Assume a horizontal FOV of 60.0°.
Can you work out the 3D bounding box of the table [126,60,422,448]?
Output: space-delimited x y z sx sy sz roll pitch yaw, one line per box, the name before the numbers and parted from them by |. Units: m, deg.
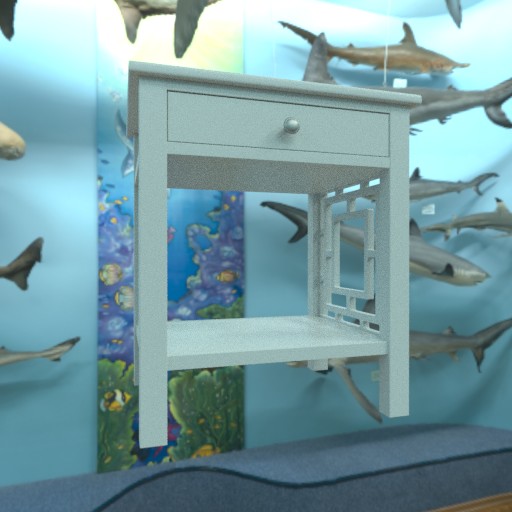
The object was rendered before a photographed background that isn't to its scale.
table | 0.000 0.000 1.012 0.564 0.646 0.451 0 0 -17
